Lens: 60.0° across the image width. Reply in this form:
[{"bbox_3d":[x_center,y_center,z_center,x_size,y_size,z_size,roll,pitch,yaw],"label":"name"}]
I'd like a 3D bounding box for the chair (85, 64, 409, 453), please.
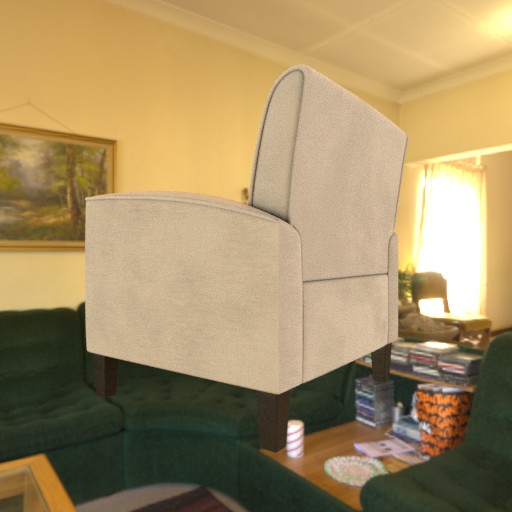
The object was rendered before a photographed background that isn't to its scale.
[{"bbox_3d":[0.000,0.000,1.529,0.821,0.915,0.820,0,0,36],"label":"chair"}]
